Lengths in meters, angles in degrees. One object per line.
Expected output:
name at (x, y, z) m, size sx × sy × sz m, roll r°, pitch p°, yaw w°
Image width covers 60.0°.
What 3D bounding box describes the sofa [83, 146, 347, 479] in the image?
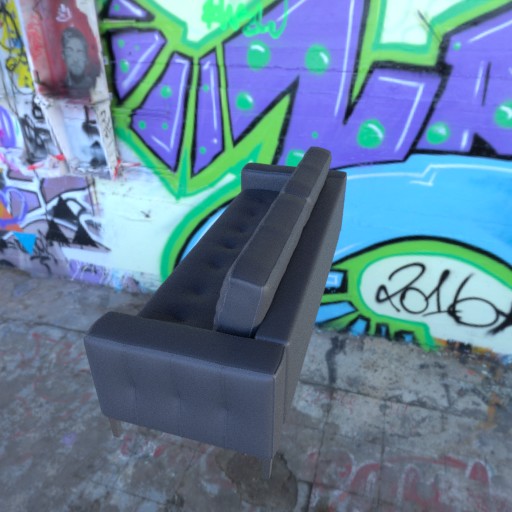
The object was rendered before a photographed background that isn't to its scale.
sofa at (0.000, 0.000, 2.704) m, size 0.833 × 0.893 × 2.275 m, roll 9°, pitch 32°, yaw 14°
